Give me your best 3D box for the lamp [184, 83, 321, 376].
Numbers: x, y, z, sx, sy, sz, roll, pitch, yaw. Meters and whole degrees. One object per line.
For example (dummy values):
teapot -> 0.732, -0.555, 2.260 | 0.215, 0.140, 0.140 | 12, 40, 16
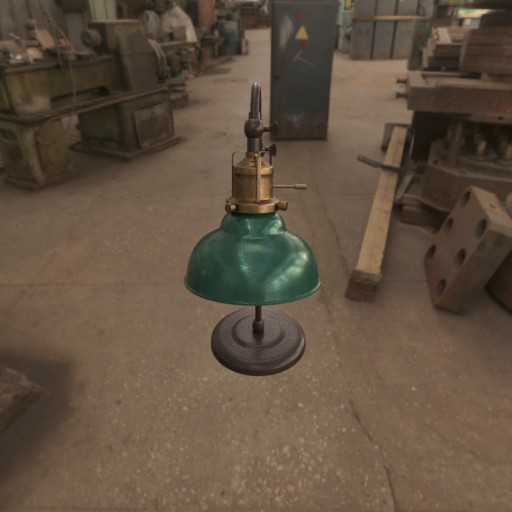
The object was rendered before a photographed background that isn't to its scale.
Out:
lamp -> 0.000, 0.000, 0.692 | 0.192, 0.508, 0.374 | 1, 30, 2
